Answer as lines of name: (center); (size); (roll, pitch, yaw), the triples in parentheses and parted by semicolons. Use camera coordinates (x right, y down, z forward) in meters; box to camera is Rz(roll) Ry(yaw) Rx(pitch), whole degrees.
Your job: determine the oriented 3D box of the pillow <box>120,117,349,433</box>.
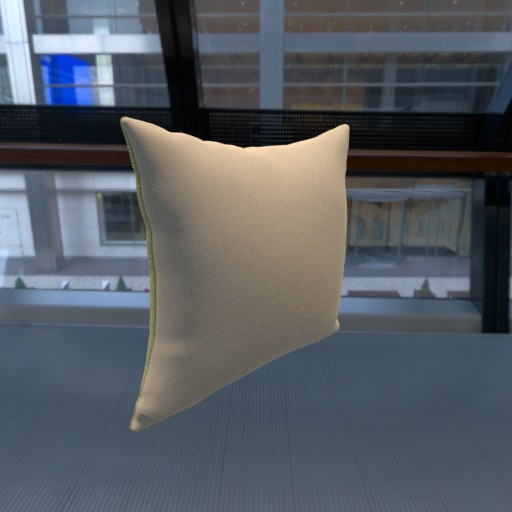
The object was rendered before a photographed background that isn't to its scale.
pillow: (0.000, 0.000, 0.832); (0.560, 0.487, 0.229); (-15, 21, -43)
